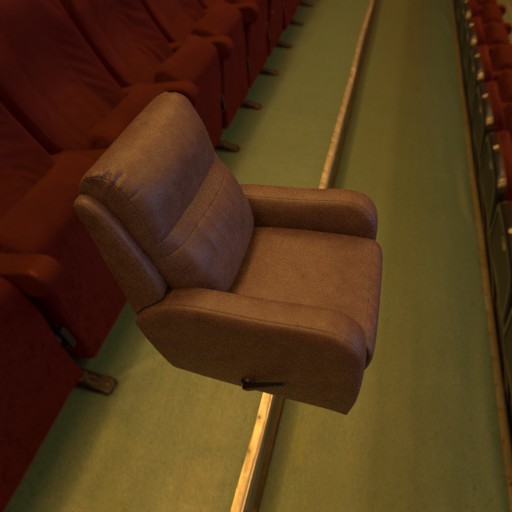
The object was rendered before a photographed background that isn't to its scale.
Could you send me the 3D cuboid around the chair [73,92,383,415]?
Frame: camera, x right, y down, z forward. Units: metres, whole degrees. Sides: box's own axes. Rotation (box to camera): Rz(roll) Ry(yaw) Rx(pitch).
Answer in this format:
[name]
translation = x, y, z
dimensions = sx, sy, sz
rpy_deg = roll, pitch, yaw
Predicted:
[chair]
translation = 0.000, 0.000, 1.844
dimensions = 1.067, 1.067, 0.865
rpy_deg = 11, 47, 10
